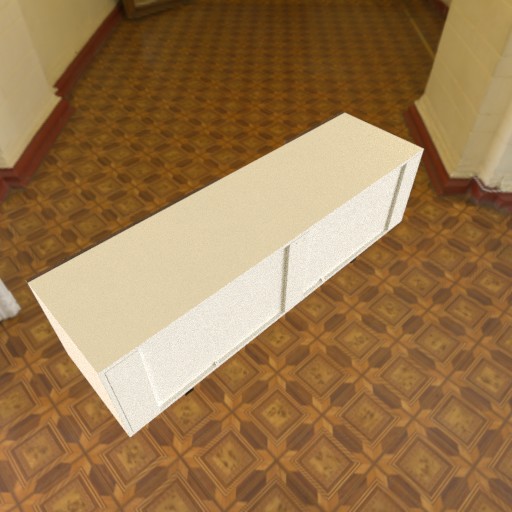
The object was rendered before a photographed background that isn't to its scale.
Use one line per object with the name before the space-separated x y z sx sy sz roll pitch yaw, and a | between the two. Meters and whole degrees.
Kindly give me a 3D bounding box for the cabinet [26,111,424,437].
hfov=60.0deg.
cabinet | 0.000 0.000 1.771 1.499 0.533 0.431 -34 55 -28
